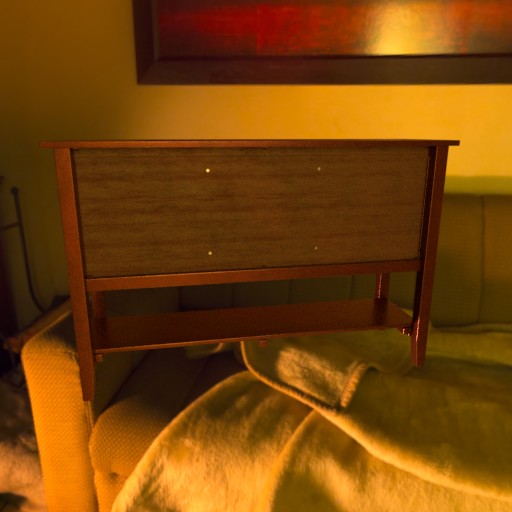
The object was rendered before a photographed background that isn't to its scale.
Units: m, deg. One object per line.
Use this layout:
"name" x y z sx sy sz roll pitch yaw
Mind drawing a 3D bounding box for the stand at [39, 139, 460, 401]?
"stand" 0.000 0.000 1.720 1.362 0.872 0.410 -3 16 -11
